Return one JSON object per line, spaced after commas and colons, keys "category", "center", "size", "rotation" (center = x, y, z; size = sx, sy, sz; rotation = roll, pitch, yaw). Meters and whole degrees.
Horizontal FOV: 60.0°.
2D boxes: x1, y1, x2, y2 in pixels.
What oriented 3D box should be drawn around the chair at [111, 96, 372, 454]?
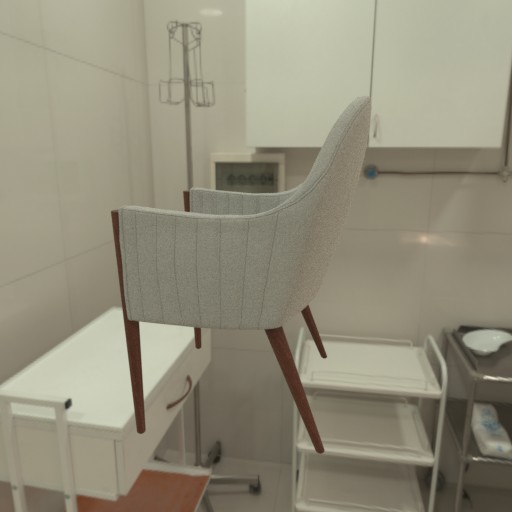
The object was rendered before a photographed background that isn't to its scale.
{"category": "chair", "center": [0.000, 0.000, 1.323], "size": [0.620, 0.889, 0.610], "rotation": [2, 14, 9]}
